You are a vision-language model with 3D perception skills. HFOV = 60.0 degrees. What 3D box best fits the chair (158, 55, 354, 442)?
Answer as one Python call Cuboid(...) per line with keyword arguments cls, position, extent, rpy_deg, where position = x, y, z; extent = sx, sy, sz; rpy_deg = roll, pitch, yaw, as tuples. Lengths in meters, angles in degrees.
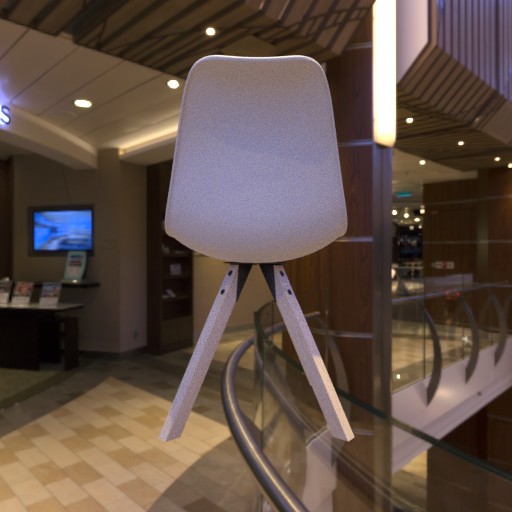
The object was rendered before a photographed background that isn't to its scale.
Cuboid(cls="chair", position=(0.000, 0.000, 1.201), extent=(0.485, 0.850, 0.550), rpy_deg=(0, 0, -1))
